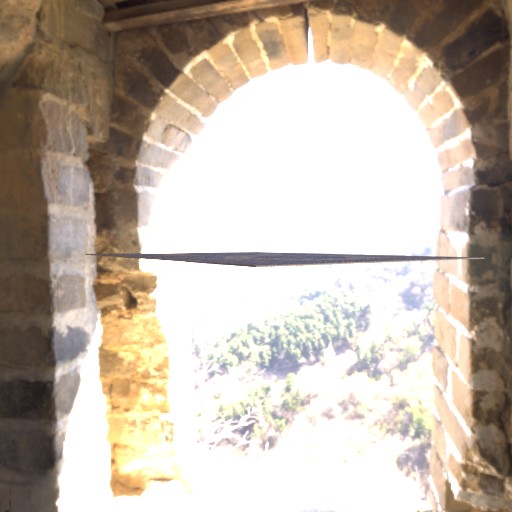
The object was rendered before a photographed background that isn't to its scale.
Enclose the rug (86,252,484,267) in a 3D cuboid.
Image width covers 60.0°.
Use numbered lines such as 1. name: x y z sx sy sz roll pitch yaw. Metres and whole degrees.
1. rug: 0.000 0.000 2.958 1.611 0.008 2.227 -1 2 -36
